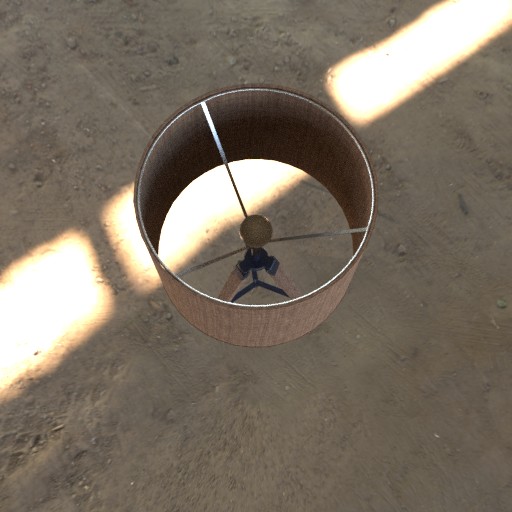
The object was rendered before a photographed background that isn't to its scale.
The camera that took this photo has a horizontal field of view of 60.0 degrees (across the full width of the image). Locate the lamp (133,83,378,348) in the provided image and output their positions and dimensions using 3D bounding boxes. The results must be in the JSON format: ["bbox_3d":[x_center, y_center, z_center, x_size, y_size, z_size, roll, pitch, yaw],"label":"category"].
[{"bbox_3d":[0.000,0.000,0.696,0.290,0.514,0.290,0,75,0],"label":"lamp"}]
